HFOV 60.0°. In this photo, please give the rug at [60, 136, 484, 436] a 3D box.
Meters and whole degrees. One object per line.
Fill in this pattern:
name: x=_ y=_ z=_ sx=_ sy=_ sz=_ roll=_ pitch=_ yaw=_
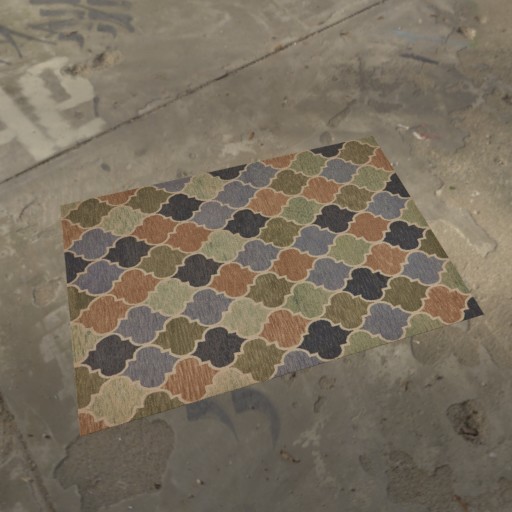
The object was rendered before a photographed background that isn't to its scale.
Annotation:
rug: x=0.000 y=0.000 z=2.212 sx=1.828 sy=0.006 sz=1.216 roll=-14 pitch=59 yaw=-9
